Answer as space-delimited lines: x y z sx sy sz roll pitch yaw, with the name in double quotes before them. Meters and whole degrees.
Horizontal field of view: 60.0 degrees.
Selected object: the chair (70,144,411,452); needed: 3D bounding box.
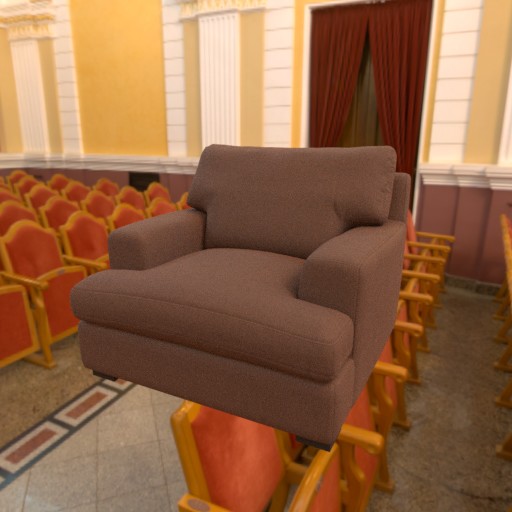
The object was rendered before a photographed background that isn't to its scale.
"chair" 0.000 0.000 1.962 1.168 0.940 1.143 8 17 26
